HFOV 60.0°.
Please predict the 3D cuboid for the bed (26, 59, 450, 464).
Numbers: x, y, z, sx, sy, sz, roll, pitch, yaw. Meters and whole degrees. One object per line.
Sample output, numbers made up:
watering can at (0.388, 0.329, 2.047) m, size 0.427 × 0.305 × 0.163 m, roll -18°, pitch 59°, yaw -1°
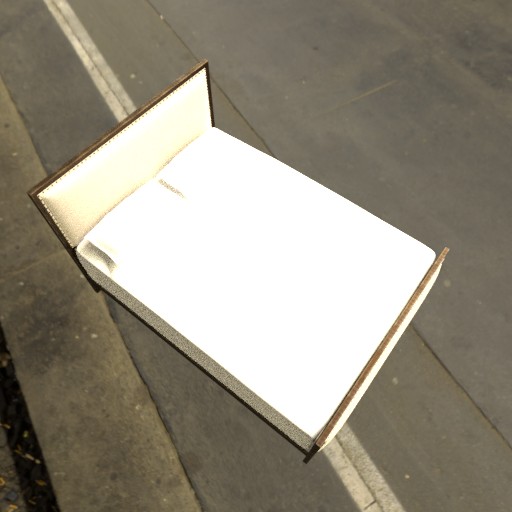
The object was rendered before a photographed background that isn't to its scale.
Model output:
bed at (0.000, 0.000, 3.175) m, size 2.221 × 1.313 × 1.607 m, roll 34°, pitch 65°, yaw 18°
